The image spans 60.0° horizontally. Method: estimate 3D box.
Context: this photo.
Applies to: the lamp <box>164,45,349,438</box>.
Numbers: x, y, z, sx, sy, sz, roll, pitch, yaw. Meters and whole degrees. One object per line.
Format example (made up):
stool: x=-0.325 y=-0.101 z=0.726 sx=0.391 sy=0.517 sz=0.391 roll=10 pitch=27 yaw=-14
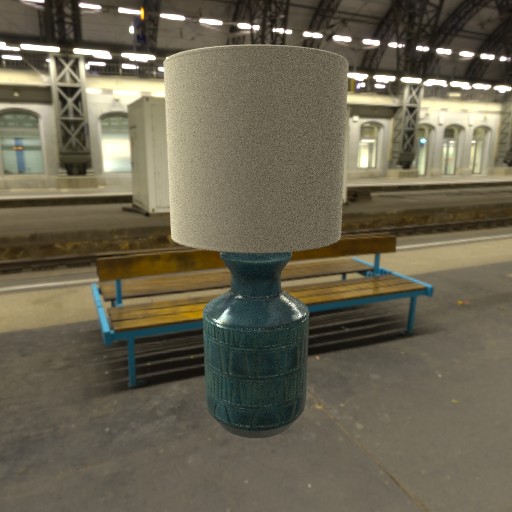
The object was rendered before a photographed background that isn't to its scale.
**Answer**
lamp: x=0.000 y=0.000 z=0.568 sx=0.211 sy=0.455 sz=0.211 roll=12 pitch=18 yaw=43
